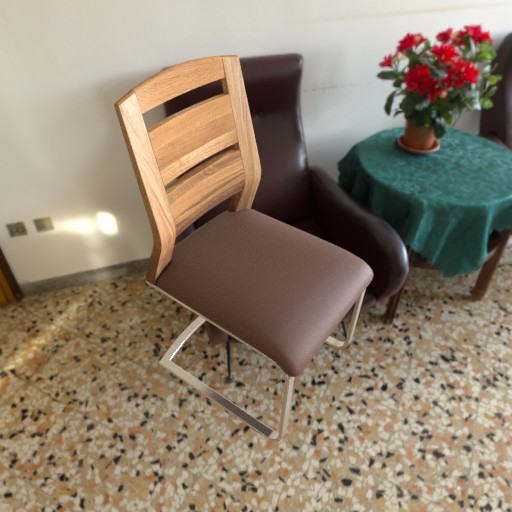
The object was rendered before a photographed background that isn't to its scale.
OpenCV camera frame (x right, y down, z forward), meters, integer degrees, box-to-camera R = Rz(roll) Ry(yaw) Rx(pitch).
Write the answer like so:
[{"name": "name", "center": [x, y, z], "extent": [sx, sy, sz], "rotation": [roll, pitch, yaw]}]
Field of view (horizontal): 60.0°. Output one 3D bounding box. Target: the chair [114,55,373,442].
[{"name": "chair", "center": [0.000, 0.000, 1.278], "extent": [0.570, 0.970, 0.460], "rotation": [25, 47, 27]}]
